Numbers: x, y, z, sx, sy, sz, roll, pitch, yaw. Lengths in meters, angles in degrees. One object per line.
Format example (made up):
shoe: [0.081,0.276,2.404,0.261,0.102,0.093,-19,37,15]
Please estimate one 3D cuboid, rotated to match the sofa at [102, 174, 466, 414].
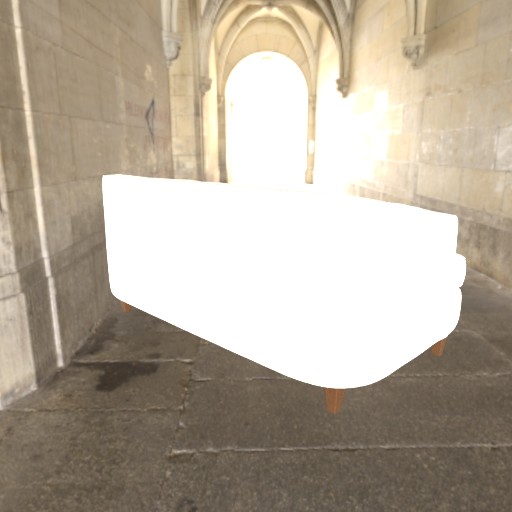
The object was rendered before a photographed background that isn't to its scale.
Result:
sofa: [0.000,0.000,2.226,1.733,0.855,0.941,13,19,42]
